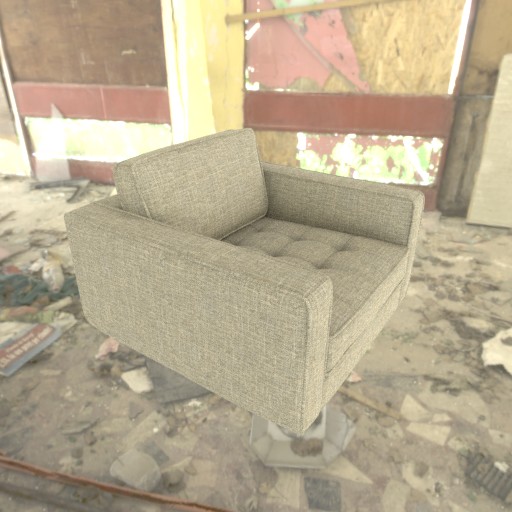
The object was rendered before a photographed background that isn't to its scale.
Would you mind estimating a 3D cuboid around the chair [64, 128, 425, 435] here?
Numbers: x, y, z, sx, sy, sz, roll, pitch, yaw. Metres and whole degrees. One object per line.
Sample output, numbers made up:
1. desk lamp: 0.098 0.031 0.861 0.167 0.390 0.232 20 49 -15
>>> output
1. chair: 0.000 0.000 1.579 0.914 0.765 0.889 17 32 30
